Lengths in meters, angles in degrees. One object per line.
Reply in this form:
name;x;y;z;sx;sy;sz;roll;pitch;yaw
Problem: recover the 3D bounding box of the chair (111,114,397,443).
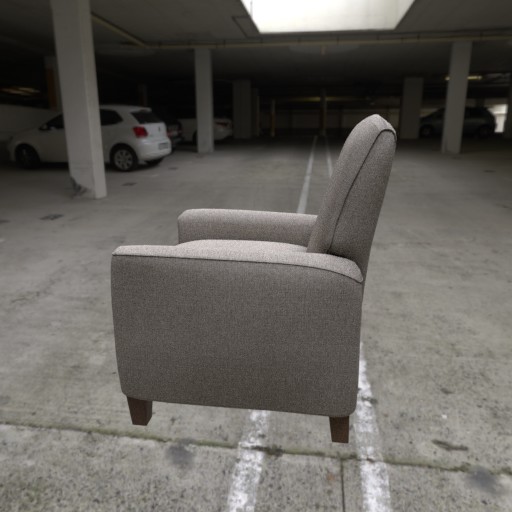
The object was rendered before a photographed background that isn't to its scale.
chair;0.000;0.000;1.677;0.864;1.014;0.848;2;15;7
